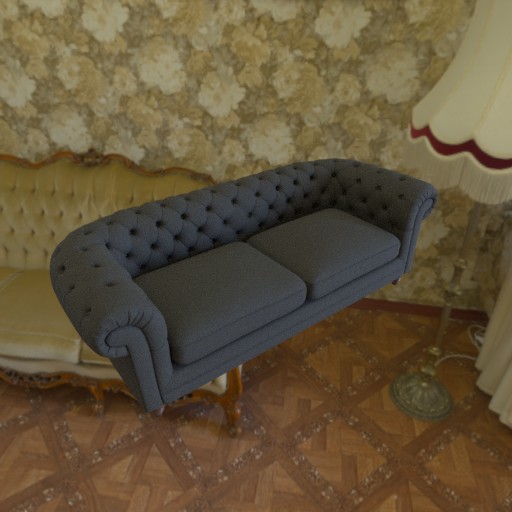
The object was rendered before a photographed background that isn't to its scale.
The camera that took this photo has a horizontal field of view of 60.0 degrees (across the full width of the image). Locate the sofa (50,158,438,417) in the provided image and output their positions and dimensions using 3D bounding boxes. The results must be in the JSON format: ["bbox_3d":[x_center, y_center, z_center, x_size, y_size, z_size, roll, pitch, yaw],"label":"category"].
[{"bbox_3d":[0.000,0.000,2.778,2.362,0.762,0.991,-22,37,-32],"label":"sofa"}]
